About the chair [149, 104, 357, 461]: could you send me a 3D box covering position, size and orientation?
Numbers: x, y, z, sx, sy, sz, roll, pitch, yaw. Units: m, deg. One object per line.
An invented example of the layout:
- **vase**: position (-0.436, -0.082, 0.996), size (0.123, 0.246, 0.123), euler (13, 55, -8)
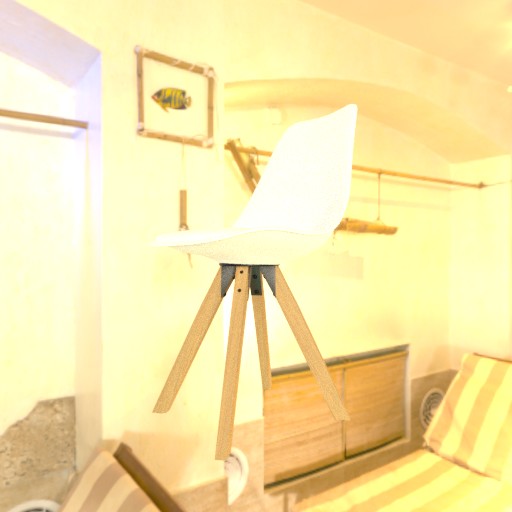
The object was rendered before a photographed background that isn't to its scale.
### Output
- **chair**: position (0.000, 0.000, 1.189), size (0.550, 0.849, 0.485), euler (0, 1, -36)
